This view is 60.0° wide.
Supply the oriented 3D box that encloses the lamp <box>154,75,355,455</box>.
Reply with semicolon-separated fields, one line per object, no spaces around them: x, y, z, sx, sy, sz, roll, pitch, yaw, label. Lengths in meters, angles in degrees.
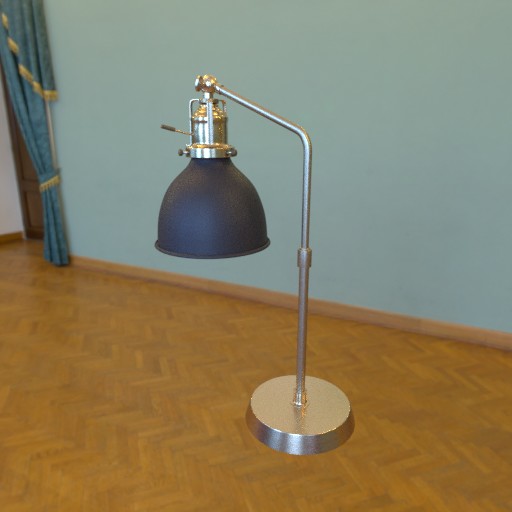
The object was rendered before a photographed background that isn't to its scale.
0.000;0.000;0.593;0.291;0.456;0.160;8;18;24;lamp
